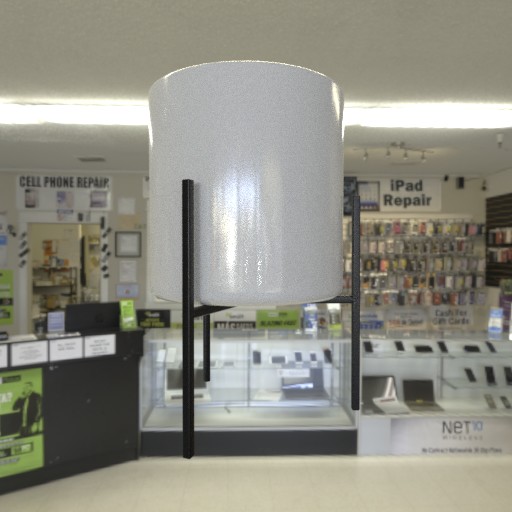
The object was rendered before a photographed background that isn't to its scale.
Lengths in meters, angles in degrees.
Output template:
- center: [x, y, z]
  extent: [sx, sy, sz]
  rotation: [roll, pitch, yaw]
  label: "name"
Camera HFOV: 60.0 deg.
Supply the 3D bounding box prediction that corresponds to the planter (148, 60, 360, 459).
- center: [0.000, 0.000, 0.508]
  extent: [0.239, 0.356, 0.239]
  rotation: [0, 1, -1]
  label: "planter"
